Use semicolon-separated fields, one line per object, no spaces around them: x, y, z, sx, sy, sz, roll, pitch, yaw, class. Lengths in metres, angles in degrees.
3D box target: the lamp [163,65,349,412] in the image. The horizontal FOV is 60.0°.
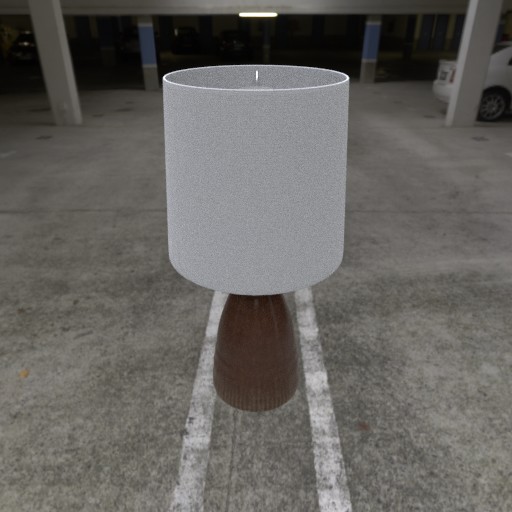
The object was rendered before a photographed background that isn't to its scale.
0.000;0.000;0.486;0.186;0.369;0.186;0;29;0;lamp
